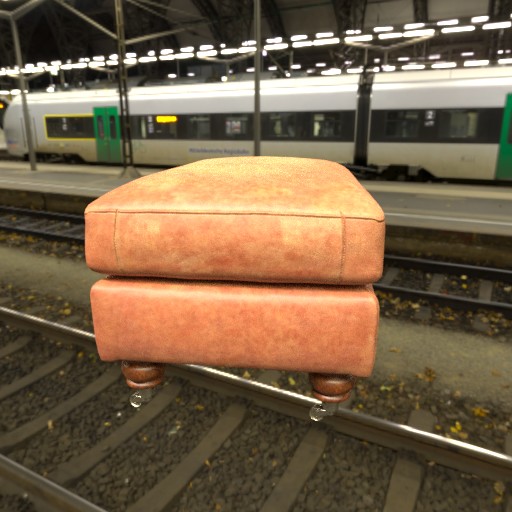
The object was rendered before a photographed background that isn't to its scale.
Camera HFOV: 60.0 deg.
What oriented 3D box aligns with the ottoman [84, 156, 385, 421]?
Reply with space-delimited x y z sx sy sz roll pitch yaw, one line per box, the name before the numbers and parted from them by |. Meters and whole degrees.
ottoman | 0.000 0.000 1.198 0.565 0.507 0.852 2 16 7
